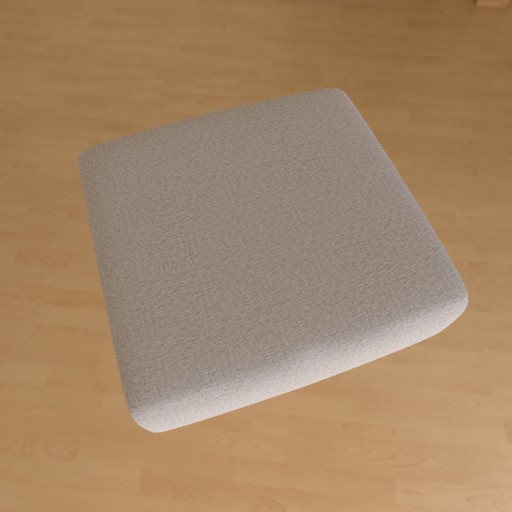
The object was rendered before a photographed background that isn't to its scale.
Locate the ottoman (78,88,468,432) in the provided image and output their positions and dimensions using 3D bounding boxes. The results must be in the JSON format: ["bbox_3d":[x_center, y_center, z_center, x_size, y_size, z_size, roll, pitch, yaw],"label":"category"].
[{"bbox_3d":[0.000,0.000,1.054,0.655,0.399,0.648,-17,63,-9],"label":"ottoman"}]
